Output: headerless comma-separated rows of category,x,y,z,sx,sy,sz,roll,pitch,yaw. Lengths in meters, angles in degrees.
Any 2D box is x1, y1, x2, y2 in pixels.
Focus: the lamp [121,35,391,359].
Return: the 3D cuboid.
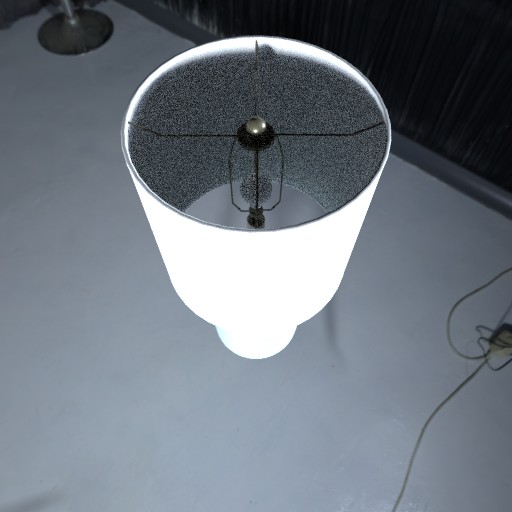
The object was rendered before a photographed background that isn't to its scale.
lamp,0.000,0.000,1.071,0.418,0.871,0.418,35,66,18
